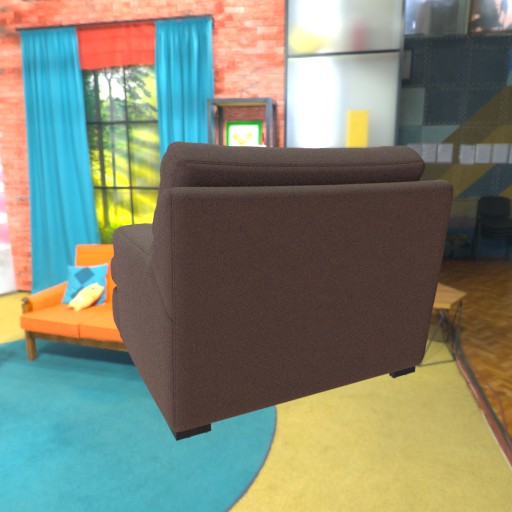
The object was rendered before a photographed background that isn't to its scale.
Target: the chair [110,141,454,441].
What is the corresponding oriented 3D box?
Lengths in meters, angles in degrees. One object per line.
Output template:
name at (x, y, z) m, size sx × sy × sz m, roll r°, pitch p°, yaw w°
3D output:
chair at (0.000, 0.000, 1.961) m, size 1.168 × 0.940 × 1.143 m, roll -6°, pitch 14°, yaw -26°
